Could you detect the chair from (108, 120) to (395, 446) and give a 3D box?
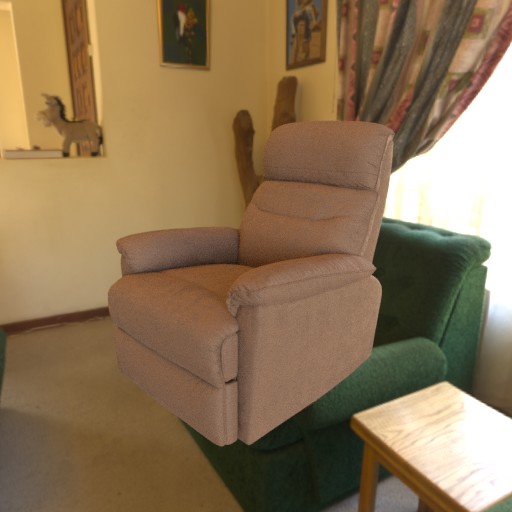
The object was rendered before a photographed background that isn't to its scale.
[{"bbox_3d":[0.000,0.000,1.742,1.004,1.037,0.820,-14,21,-42],"label":"chair"}]
